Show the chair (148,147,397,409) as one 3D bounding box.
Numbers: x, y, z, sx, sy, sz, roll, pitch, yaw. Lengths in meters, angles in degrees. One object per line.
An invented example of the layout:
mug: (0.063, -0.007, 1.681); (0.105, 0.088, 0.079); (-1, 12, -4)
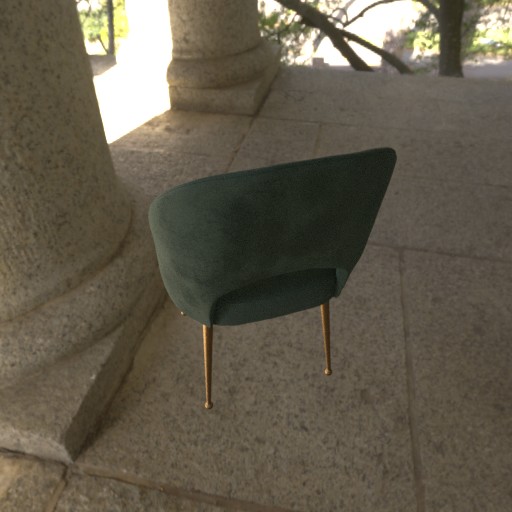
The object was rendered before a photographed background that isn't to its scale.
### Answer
chair: (0.000, 0.000, 1.203); (0.527, 0.860, 0.577); (-12, 41, -13)
